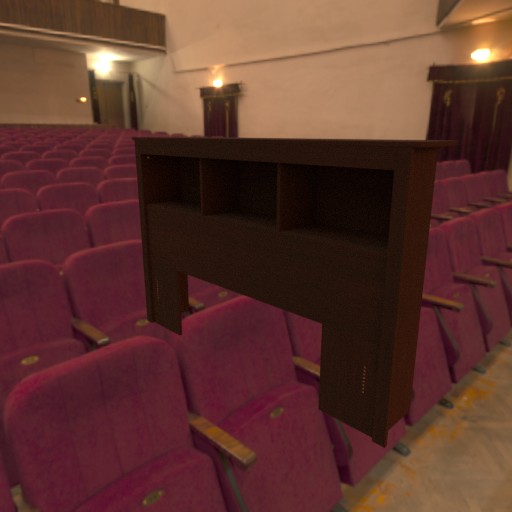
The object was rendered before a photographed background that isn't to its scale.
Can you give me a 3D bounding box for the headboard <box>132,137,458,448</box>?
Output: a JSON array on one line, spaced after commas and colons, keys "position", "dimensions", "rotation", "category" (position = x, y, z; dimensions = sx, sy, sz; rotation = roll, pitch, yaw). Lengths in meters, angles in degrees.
[{"position": [0.000, 0.000, 2.130], "dimensions": [0.279, 1.092, 1.671], "rotation": [-15, 22, -43], "category": "headboard"}]
